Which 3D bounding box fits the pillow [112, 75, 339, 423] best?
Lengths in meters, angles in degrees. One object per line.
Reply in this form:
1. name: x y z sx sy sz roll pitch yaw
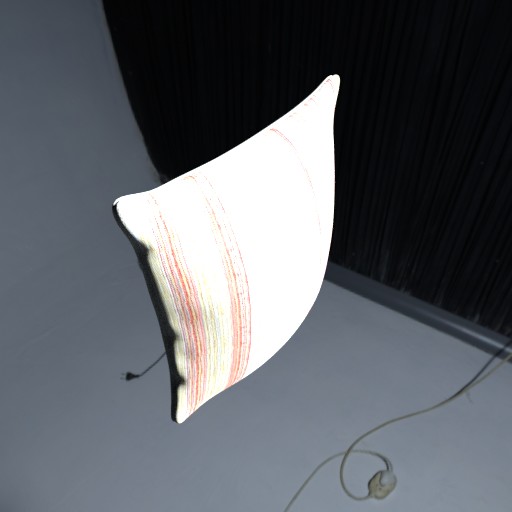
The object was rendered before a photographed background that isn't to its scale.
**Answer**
1. pillow: 0.000 0.000 0.706 0.191 0.449 0.451 26 48 26
